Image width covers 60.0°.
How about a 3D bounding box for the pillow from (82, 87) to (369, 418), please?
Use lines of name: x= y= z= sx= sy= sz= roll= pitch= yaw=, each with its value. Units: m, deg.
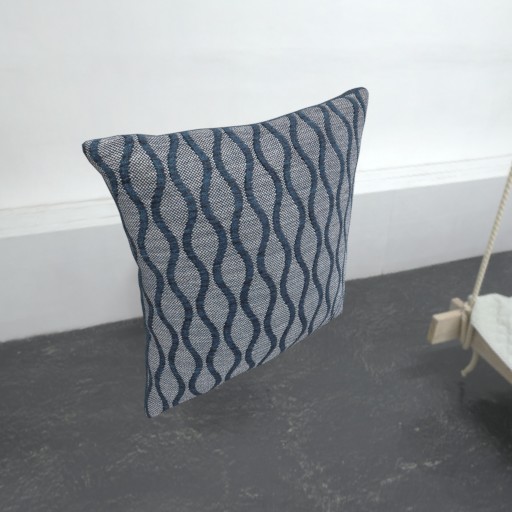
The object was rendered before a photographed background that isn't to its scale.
pillow: x=0.000 y=0.000 z=0.668 sx=0.435 sy=0.435 sz=0.159 roll=-22 pitch=38 yaw=-32
